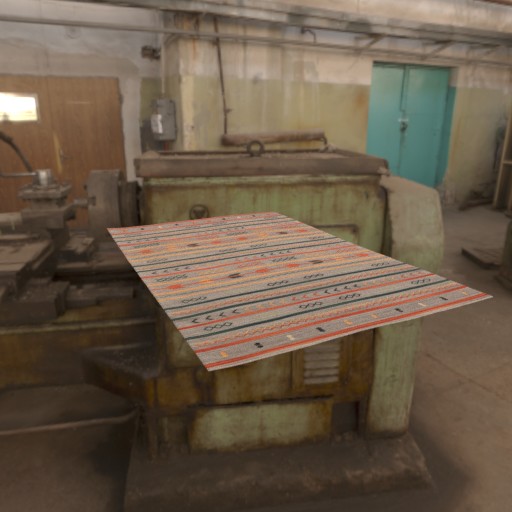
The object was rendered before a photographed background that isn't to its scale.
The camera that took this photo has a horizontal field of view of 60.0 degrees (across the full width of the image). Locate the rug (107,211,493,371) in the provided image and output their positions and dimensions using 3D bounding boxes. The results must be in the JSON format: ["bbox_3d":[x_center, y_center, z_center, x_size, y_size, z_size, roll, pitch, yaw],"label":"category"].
[{"bbox_3d":[0.000,0.000,2.304,1.220,0.017,1.835,-9,20,-25],"label":"rug"}]
